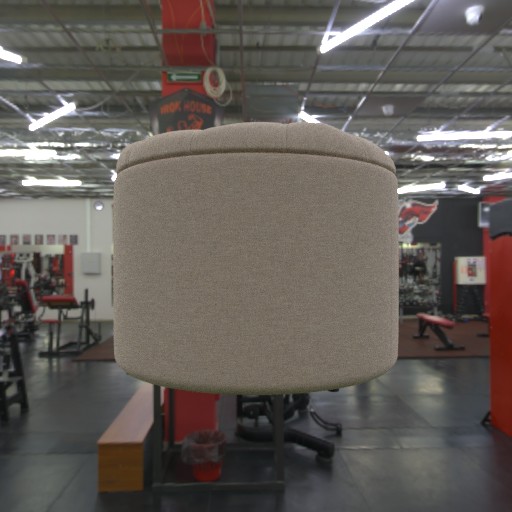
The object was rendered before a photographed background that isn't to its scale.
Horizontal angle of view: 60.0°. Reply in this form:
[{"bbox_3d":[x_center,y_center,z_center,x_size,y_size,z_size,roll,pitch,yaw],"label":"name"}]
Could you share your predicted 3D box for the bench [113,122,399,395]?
[{"bbox_3d":[0.000,0.000,0.980,0.600,0.454,0.600,0,-1,0],"label":"bench"}]
